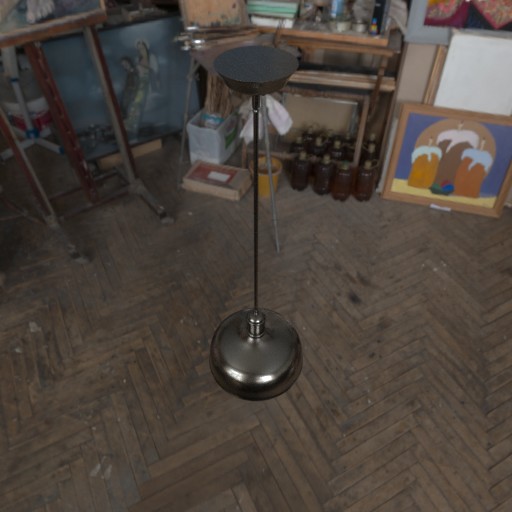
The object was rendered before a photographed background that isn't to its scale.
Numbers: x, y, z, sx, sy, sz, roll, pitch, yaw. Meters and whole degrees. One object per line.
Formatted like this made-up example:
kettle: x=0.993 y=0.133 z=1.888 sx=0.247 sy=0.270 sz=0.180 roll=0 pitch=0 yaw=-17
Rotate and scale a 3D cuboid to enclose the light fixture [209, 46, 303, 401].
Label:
light fixture: x=0.000 y=0.000 z=1.078 sx=0.299 sy=0.935 sz=0.299 roll=-16 pitch=48 yaw=-15
